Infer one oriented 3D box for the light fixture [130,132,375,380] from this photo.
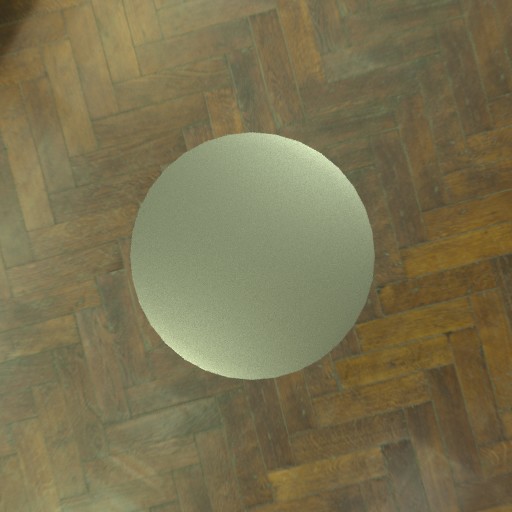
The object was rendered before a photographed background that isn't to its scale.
[{"bbox_3d":[0.000,0.000,0.401,0.199,0.254,0.199,0,90,1],"label":"light fixture"}]
